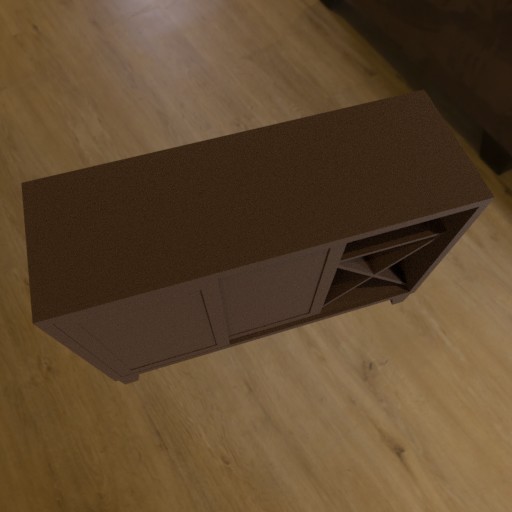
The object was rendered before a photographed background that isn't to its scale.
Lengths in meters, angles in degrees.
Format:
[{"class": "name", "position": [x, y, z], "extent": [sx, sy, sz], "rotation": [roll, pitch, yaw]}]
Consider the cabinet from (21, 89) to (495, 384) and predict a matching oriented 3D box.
[{"class": "cabinet", "position": [0.000, 0.000, 1.789], "extent": [1.396, 0.914, 0.482], "rotation": [-15, 64, -8]}]
